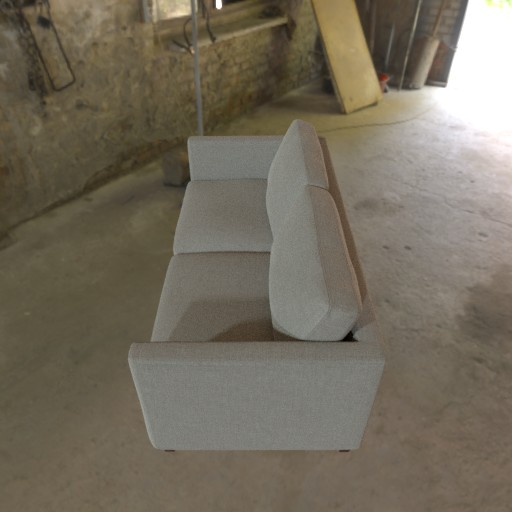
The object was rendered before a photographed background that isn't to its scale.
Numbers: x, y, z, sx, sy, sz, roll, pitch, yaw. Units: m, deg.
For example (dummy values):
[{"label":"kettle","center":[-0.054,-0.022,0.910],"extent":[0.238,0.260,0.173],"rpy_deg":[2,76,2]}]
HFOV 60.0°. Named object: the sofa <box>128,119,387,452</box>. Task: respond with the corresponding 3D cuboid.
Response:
[{"label":"sofa","center":[0.000,0.000,2.441],"extent":[0.951,0.947,1.884],"rpy_deg":[0,39,0]}]
